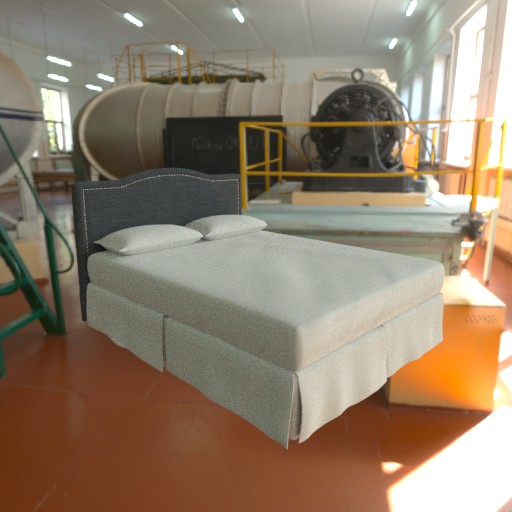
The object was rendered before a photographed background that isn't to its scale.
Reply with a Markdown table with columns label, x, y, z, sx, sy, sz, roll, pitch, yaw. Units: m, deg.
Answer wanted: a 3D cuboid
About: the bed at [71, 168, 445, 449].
| label | x | y | z | sx | sy | sz | roll | pitch | yaw |
| --- | --- | --- | --- | --- | --- | --- | --- | --- | --- |
| bed | 0.000 | 0.000 | 3.930 | 2.689 | 1.457 | 2.161 | 13 | 19 | 43 |
